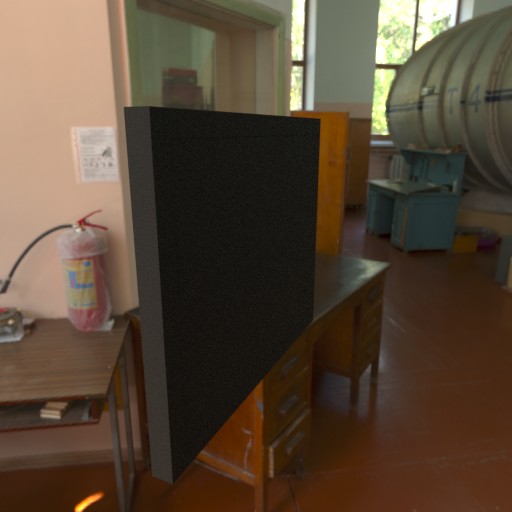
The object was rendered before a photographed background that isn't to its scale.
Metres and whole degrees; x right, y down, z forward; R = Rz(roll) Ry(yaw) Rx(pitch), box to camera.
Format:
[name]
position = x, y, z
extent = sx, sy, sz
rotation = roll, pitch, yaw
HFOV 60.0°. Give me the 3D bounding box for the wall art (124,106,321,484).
[wall art]
position = 0.000, 0.000, 0.542
extent = 0.024, 0.329, 0.404
rotation = 7, 17, 24
